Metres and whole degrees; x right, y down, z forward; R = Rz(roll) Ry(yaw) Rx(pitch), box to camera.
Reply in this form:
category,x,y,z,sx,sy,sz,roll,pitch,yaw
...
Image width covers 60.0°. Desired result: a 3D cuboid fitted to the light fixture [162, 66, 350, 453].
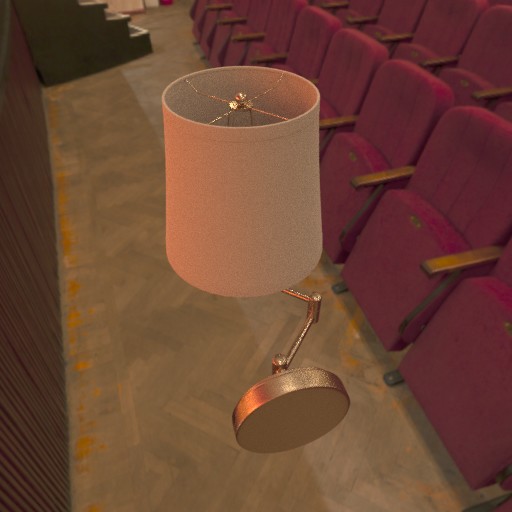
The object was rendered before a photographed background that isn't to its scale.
category,x,y,z,sx,sy,sz,roll,pitch,yaw
light fixture,0.000,0.000,0.577,0.223,0.381,0.348,-10,43,-12
